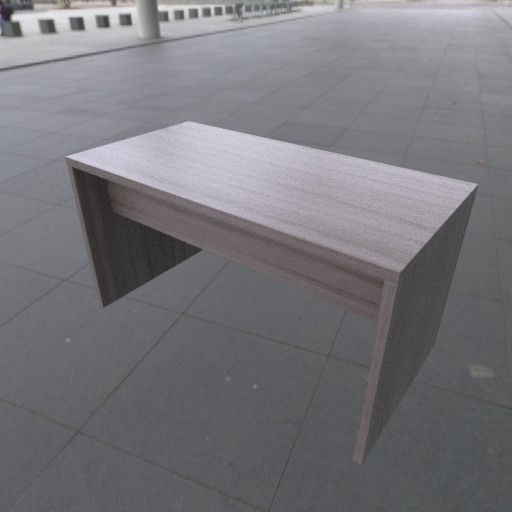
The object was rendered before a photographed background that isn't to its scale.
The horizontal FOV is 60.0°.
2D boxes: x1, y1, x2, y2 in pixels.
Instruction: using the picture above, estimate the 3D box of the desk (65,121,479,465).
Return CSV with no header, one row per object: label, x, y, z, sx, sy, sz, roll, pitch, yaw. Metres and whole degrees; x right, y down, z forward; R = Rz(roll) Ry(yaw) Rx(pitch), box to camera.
desk,0.000,0.000,1.825,1.380,0.745,0.690,22,37,31
